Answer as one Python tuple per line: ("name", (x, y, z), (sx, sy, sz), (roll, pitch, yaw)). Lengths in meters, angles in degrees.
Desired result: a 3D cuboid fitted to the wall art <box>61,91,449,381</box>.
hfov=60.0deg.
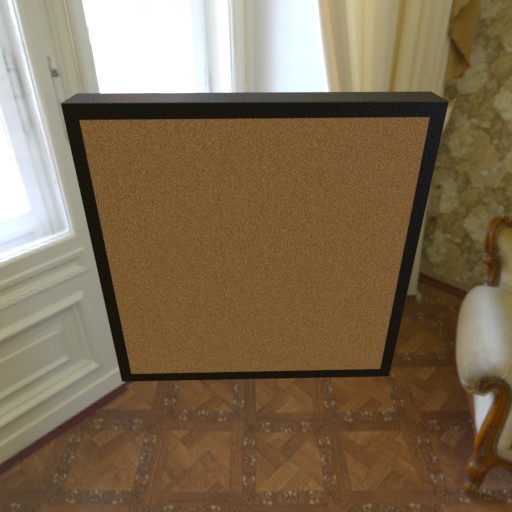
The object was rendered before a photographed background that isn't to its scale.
("wall art", (0.000, 0.000, 0.441), (0.304, 0.304, 0.038), (-1, 31, -1))
